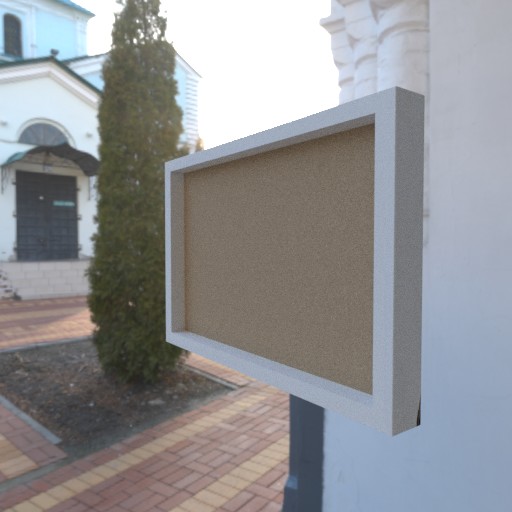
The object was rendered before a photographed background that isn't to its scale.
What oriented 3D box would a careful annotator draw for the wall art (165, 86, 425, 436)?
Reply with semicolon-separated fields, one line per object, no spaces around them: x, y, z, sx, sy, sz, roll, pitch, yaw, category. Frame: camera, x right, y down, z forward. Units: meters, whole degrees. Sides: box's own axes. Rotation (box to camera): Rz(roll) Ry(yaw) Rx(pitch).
0.000;0.000;0.485;0.039;0.254;0.384;-1;2;-36;wall art
